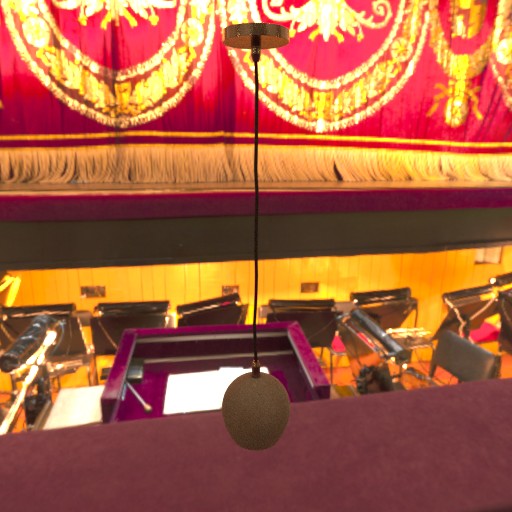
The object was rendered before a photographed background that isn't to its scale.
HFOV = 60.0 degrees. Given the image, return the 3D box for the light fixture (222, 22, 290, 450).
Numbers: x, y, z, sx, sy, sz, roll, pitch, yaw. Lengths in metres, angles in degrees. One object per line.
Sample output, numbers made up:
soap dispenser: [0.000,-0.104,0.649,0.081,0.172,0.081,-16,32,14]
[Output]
light fixture: [0.000,0.000,0.823,0.139,0.764,0.139,-2,15,-10]
